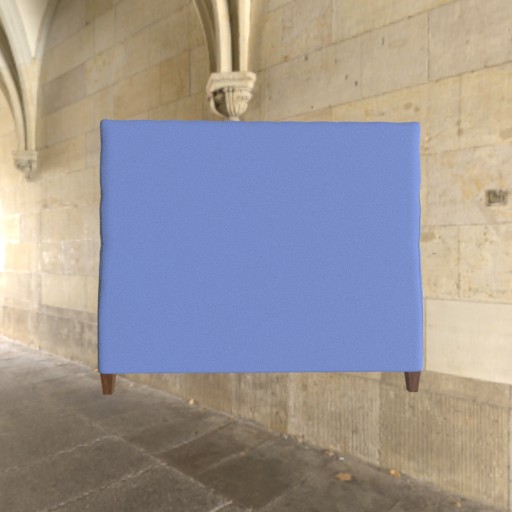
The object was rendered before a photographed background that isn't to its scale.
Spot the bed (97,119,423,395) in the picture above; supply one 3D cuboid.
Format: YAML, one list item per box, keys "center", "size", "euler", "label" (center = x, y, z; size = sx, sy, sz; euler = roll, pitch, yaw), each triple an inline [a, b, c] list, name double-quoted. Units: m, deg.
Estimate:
- center: [0.000, 0.000, 3.469]
  size: [1.706, 1.427, 2.387]
  euler: [0, 0, -2]
  label: "bed"
